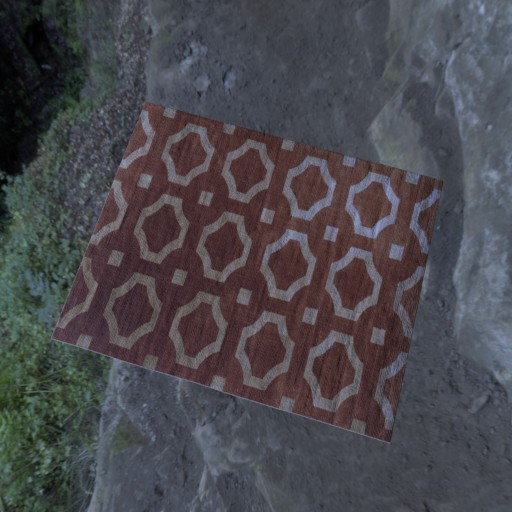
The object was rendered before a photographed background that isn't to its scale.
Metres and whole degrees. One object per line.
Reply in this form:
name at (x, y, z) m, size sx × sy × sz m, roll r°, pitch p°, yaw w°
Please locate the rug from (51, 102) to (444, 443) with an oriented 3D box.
rug at (0.000, 0.000, 4.084) m, size 3.049 × 0.021 × 2.466 m, roll 16°, pitch 76°, yaw 4°
